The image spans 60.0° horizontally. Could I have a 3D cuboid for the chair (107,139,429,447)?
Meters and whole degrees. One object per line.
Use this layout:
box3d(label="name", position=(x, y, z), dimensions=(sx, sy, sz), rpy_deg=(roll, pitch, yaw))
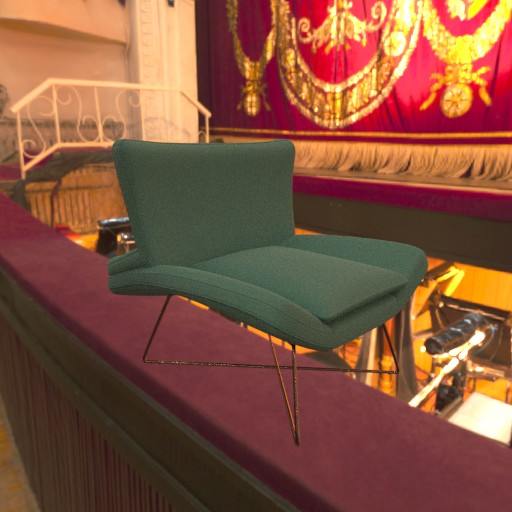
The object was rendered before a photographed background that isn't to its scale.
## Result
box3d(label="chair", position=(0.000, 0.000, 1.675), dimensions=(0.859, 0.855, 1.008), rpy_deg=(-14, 20, -43))
